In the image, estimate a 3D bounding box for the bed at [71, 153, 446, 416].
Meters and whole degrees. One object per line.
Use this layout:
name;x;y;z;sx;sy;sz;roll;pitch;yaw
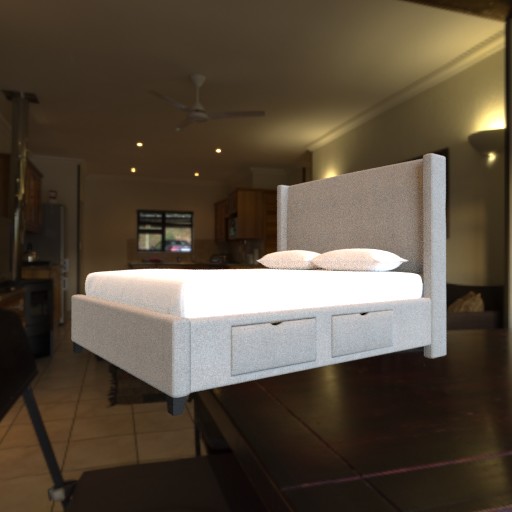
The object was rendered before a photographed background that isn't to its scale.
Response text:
bed;0.000;0.000;3.348;2.222;1.491;1.774;0;-1;-36
